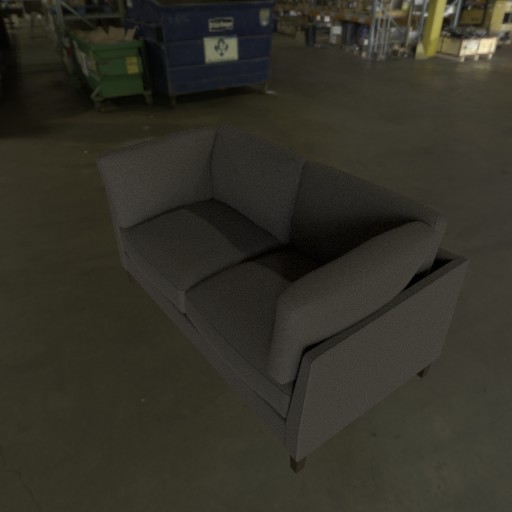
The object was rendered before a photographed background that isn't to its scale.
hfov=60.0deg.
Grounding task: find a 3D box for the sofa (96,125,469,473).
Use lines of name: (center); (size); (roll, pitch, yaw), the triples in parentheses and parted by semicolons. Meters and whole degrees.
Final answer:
sofa: (0.000, 0.000, 2.304); (0.969, 0.920, 1.751); (-22, 39, -30)
